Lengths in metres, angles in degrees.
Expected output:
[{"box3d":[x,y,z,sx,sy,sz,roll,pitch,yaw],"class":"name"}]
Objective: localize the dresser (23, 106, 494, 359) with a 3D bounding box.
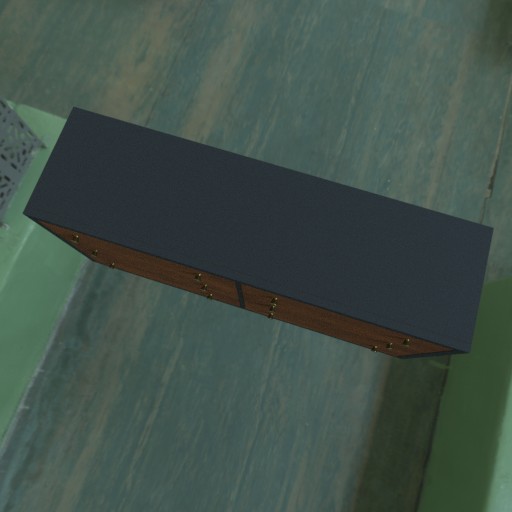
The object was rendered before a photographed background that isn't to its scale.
[{"box3d":[0.000,0.000,1.939,1.558,0.872,0.463,17,76,4],"class":"dresser"}]
